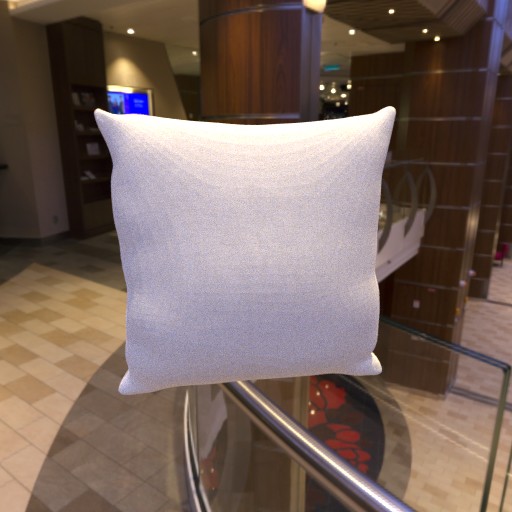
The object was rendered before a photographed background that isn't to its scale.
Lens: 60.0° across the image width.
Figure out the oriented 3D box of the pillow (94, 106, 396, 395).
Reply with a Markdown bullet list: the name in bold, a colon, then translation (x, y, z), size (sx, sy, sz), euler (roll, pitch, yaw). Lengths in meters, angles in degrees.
- **pillow**: translation (0.000, 0.000, 0.683), size (0.440, 0.441, 0.182), euler (-3, 16, -10)
